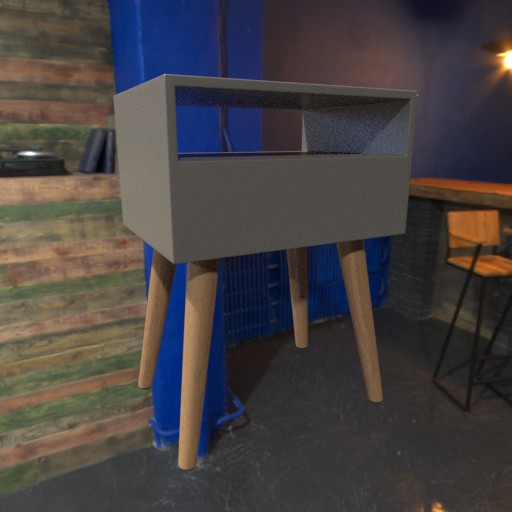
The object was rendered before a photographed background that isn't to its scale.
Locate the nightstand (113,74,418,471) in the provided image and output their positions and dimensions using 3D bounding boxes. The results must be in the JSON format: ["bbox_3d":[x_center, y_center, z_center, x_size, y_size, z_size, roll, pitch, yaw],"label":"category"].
[{"bbox_3d":[0.000,0.000,0.735,0.370,0.508,0.288,-8,17,-27],"label":"nightstand"}]
